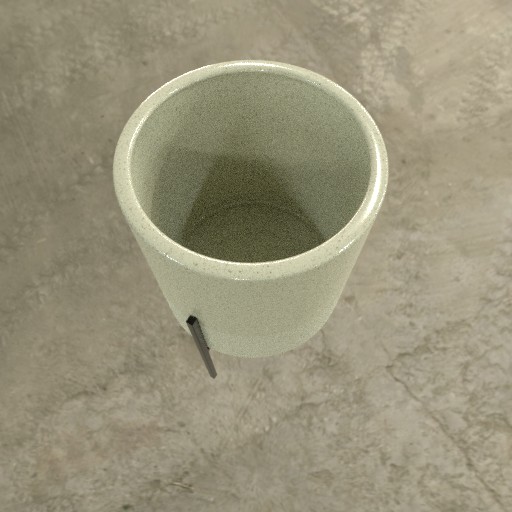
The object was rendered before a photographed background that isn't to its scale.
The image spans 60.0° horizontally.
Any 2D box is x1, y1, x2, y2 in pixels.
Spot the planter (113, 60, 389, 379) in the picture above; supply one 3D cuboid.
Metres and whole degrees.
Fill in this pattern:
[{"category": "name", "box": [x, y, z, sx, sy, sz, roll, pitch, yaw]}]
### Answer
[{"category": "planter", "box": [0.000, 0.000, 0.551, 0.243, 0.390, 0.234, -1, 63, 0]}]
